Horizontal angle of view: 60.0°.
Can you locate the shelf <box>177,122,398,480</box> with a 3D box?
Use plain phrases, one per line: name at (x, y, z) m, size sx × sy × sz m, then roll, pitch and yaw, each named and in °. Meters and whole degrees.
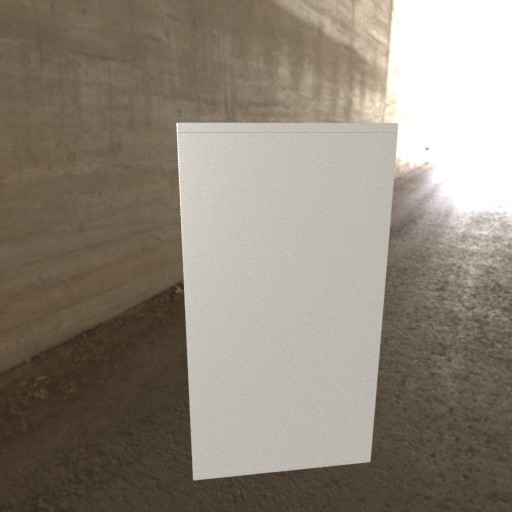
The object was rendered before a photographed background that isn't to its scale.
shelf at (0.000, 0.000, 1.300) m, size 0.396 × 0.732 × 0.895 m, roll -2°, pitch 16°, yaw -8°
